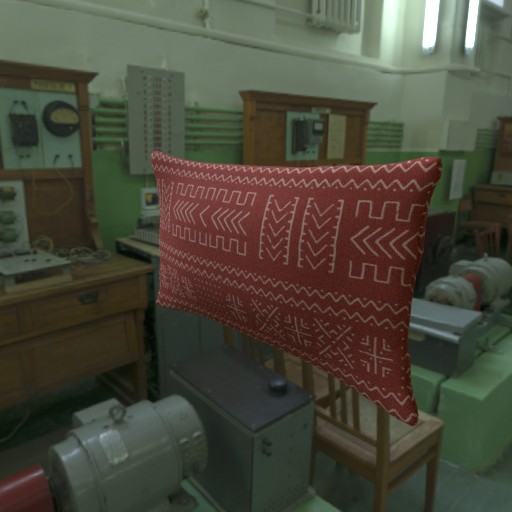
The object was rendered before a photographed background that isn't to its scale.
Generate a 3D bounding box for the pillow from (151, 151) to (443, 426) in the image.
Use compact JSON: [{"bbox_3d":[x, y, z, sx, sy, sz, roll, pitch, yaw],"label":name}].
[{"bbox_3d":[0.000,0.000,0.778,0.130,0.352,0.640,-13,19,-42],"label":"pillow"}]
